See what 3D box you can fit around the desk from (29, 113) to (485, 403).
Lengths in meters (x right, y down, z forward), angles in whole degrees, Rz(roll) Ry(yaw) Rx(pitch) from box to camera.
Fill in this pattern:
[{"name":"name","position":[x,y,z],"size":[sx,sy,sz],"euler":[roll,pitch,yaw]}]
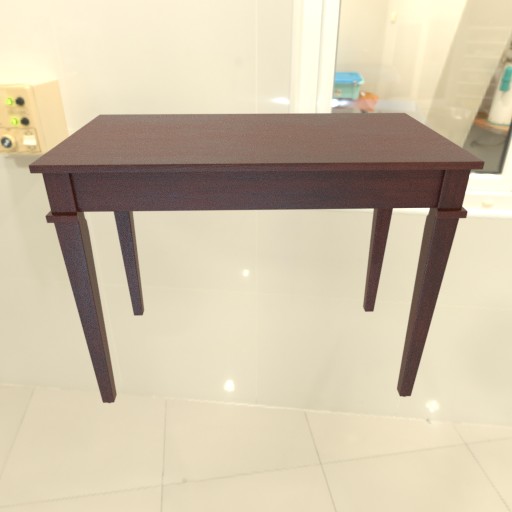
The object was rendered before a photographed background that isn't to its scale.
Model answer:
[{"name":"desk","position":[0.000,0.000,1.393],"size":[1.001,0.762,0.549],"euler":[-1,29,-1]}]
